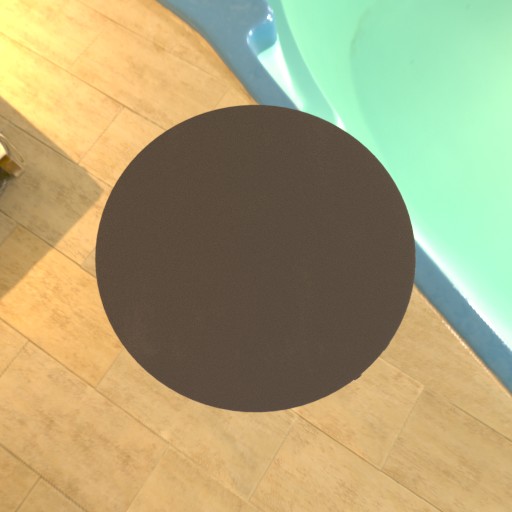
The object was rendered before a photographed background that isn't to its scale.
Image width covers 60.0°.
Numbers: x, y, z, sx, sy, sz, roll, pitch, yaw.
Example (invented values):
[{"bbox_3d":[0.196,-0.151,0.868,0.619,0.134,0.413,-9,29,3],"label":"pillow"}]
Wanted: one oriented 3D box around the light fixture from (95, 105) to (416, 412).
[{"bbox_3d":[0.000,0.000,0.539,0.356,0.102,0.356,0,74,0],"label":"light fixture"}]
